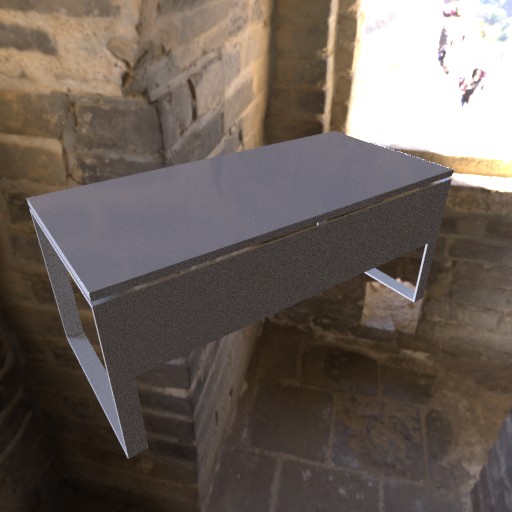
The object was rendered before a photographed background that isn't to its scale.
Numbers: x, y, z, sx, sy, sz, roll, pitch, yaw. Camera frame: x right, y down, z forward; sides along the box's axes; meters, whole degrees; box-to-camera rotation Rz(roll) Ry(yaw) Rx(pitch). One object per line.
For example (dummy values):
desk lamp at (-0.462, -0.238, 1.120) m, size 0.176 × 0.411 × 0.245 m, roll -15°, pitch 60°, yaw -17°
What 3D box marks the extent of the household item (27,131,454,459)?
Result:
household item at (0.000, 0.000, 2.120) m, size 1.700 × 0.745 × 0.800 m, roll -20°, pitch 36°, yaw -30°
